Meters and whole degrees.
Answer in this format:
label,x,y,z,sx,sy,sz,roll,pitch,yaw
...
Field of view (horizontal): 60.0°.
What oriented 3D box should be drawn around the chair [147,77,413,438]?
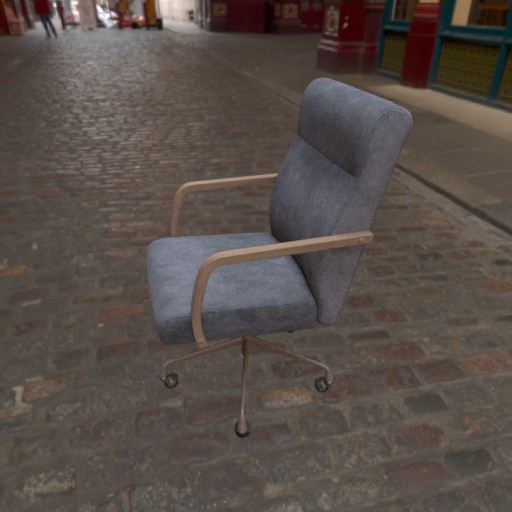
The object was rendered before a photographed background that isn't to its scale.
label,x,y,z,sx,sy,sz,roll,pitch,yaw
chair,0.000,0.000,1.480,0.741,1.029,0.640,-8,32,-14
